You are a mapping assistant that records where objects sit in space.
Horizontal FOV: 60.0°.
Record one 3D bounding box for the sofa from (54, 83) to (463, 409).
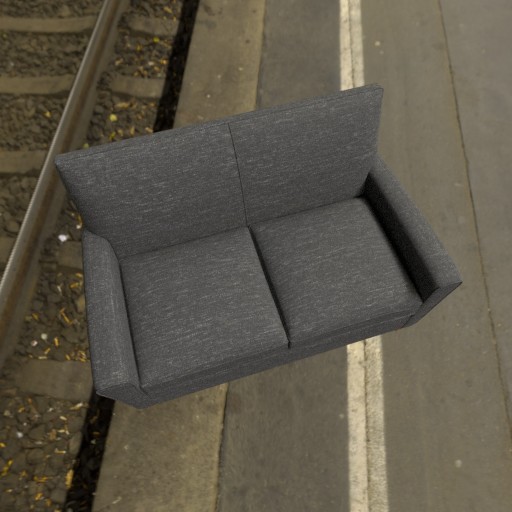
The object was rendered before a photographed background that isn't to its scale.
[{"bbox_3d":[0.000,0.000,1.944,1.420,0.846,0.875,-15,63,-8],"label":"sofa"}]
